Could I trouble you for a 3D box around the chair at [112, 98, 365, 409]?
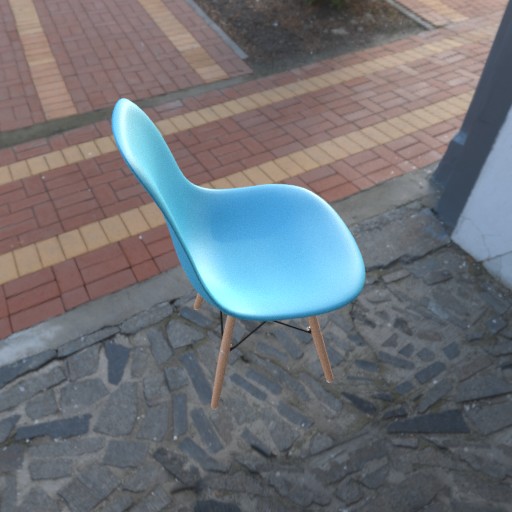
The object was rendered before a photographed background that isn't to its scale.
[{"bbox_3d":[0.000,0.000,1.135,0.531,0.826,0.470,-10,48,-9],"label":"chair"}]
